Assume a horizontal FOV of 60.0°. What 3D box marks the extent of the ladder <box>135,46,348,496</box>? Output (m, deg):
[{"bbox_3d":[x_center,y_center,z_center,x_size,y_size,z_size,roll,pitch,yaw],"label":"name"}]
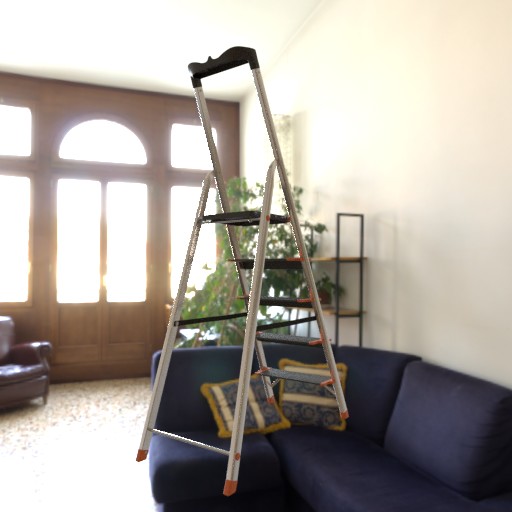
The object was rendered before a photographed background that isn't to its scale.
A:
[{"bbox_3d":[0.000,0.000,2.052,0.480,1.646,0.995,-1,-2,35],"label":"ladder"}]
